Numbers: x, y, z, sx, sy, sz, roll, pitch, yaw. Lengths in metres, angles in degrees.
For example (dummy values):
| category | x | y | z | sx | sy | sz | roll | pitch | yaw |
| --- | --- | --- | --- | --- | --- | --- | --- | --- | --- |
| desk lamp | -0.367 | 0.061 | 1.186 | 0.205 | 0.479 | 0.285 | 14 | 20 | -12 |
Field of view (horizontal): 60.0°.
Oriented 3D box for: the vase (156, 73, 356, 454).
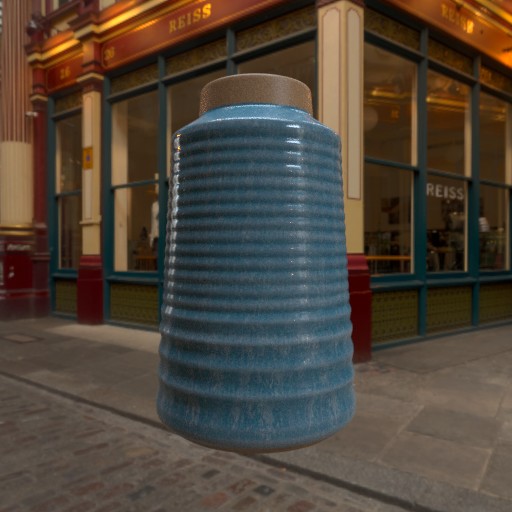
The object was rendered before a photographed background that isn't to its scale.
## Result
| category | x | y | z | sx | sy | sz | roll | pitch | yaw |
| --- | --- | --- | --- | --- | --- | --- | --- | --- | --- |
| vase | 0.000 | 0.000 | 0.368 | 0.163 | 0.267 | 0.163 | 0 | 1 | 0 |
